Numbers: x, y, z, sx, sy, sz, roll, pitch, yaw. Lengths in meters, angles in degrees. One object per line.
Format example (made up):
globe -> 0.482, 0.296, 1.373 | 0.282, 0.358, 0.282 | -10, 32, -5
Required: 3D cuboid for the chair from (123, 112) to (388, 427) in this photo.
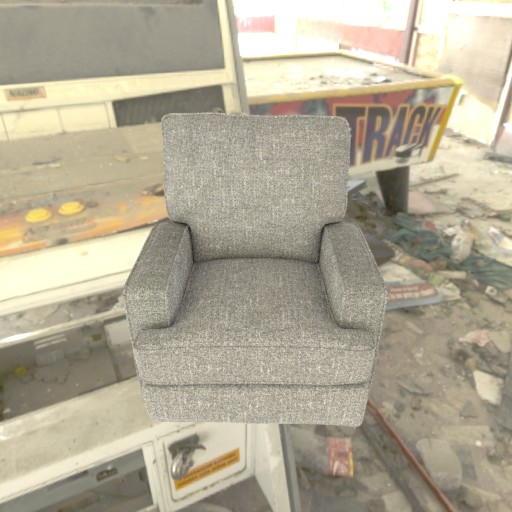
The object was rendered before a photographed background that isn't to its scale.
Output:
chair -> 0.000, 0.000, 1.724 | 0.861, 0.962, 0.964 | 0, 31, 0
